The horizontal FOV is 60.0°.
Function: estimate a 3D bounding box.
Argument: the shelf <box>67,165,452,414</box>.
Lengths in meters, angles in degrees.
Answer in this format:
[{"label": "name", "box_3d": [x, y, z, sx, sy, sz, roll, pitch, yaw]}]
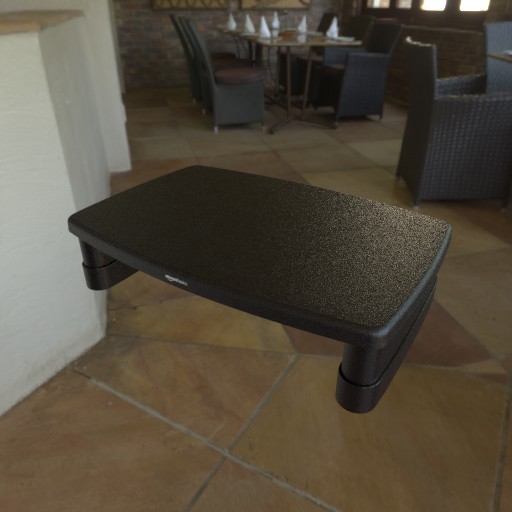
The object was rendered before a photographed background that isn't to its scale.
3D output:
[{"label": "shelf", "box_3d": [0.000, 0.000, 0.546, 0.410, 0.100, 0.280, 18, 34, 29]}]
